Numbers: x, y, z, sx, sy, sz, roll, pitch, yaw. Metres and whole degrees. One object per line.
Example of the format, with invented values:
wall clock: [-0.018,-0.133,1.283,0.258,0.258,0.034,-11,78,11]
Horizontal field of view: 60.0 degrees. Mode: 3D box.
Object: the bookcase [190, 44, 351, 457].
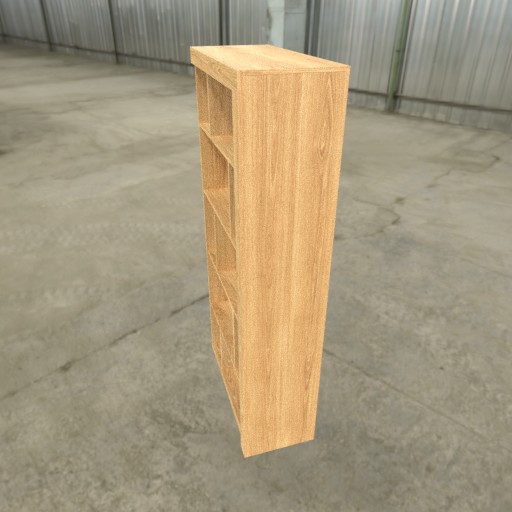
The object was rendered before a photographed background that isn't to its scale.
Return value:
bookcase: [0.000,0.000,2.430,0.420,2.020,0.950,-9,31,-15]
